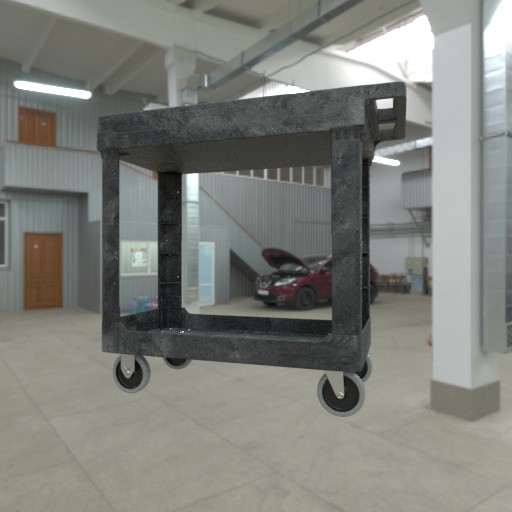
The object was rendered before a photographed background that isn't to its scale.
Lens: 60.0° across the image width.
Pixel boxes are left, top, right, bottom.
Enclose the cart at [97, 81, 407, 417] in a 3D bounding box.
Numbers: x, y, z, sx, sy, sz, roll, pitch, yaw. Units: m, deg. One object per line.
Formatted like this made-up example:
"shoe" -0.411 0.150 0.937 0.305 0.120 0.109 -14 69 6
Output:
"cart" 0.000 0.000 1.369 0.877 0.824 0.420 0 0 18
